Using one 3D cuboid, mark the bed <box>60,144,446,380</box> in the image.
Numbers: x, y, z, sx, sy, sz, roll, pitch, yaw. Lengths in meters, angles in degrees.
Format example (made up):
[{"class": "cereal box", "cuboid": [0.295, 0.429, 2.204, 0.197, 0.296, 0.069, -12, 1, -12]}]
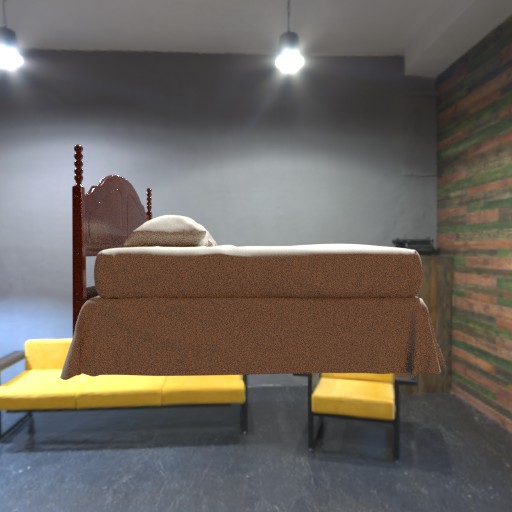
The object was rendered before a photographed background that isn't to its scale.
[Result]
[{"class": "bed", "cuboid": [0.000, 0.000, 3.594, 2.219, 1.355, 2.322, 0, 1, -1]}]
